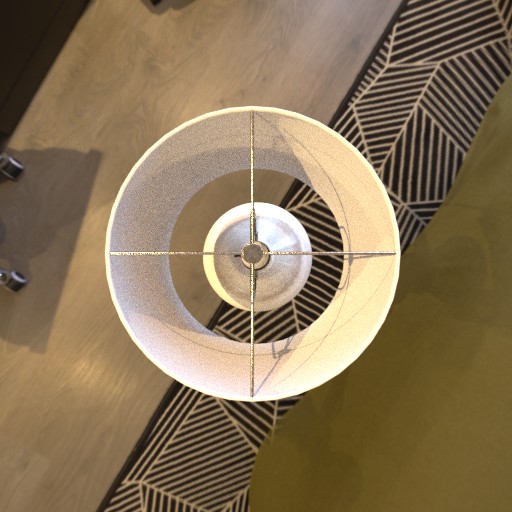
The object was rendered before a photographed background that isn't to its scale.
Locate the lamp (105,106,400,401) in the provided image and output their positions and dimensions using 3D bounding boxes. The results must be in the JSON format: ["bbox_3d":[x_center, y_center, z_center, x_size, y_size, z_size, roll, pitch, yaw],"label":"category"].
[{"bbox_3d":[0.000,0.000,0.526,0.217,0.404,0.217,0,89,1],"label":"lamp"}]
